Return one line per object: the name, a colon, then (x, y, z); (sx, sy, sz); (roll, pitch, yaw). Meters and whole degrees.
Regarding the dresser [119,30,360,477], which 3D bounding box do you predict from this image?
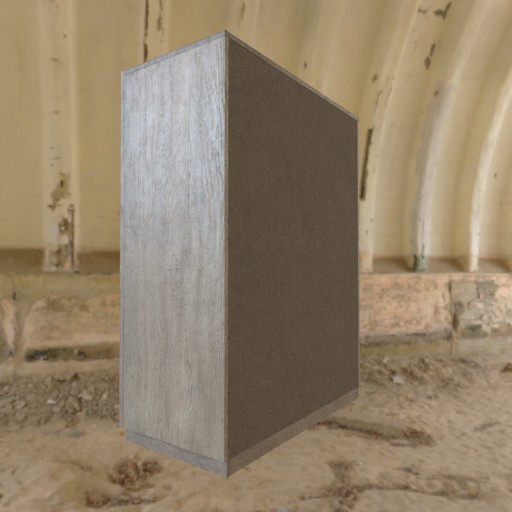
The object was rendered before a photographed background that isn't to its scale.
dresser: (0.000, 0.000, 1.807); (0.483, 1.295, 0.967); (-1, -1, 36)
